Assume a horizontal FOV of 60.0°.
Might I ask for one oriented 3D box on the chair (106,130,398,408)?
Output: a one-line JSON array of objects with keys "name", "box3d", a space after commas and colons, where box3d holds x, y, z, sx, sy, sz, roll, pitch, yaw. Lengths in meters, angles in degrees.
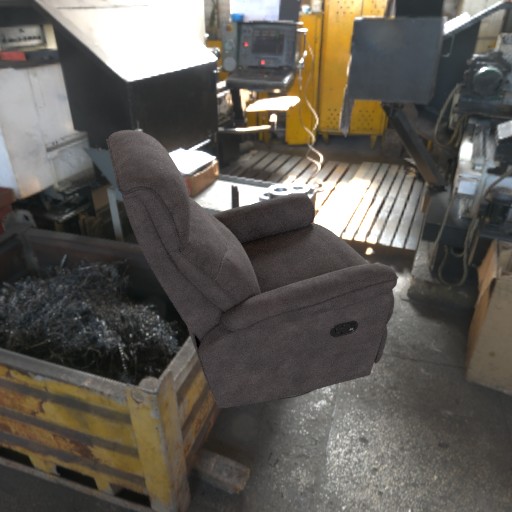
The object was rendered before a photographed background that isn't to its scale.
[{"name": "chair", "box3d": [0.000, 0.000, 1.830, 1.009, 1.035, 0.830, -10, 32, -17]}]
